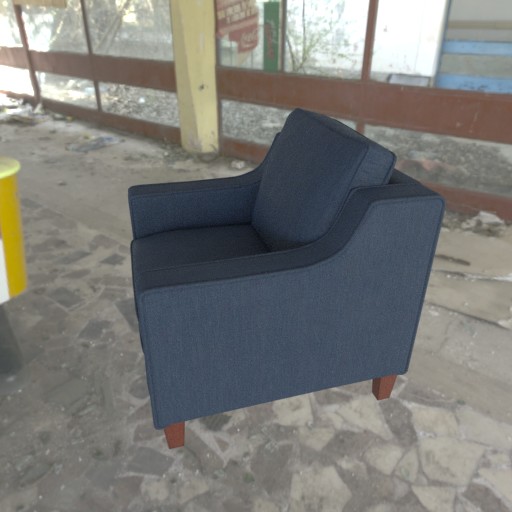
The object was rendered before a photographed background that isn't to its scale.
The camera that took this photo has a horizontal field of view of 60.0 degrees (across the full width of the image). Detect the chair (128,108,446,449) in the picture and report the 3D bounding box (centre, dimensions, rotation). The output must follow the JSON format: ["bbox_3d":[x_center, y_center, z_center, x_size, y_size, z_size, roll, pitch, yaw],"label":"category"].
[{"bbox_3d":[0.000,0.000,1.666,0.909,0.960,0.831,-8,30,-14],"label":"chair"}]
